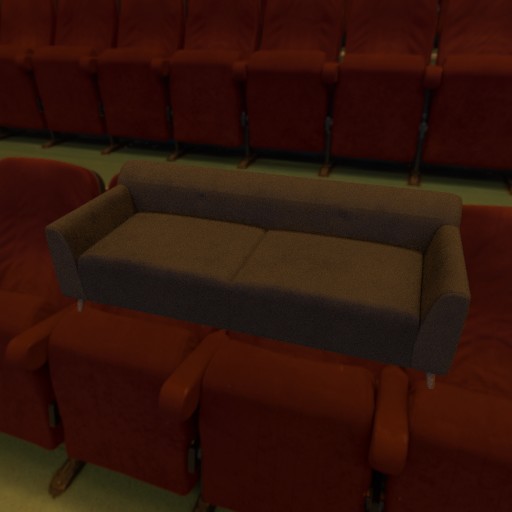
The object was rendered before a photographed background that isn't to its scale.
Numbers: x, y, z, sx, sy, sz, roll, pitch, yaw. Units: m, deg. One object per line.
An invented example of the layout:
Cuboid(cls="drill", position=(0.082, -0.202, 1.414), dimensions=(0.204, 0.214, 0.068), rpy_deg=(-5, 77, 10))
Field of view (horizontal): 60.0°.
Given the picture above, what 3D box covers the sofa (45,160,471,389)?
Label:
Cuboid(cls="sofa", position=(0.000, 0.000, 2.617), dimensions=(2.190, 0.740, 0.900), rpy_deg=(9, 30, 16))
